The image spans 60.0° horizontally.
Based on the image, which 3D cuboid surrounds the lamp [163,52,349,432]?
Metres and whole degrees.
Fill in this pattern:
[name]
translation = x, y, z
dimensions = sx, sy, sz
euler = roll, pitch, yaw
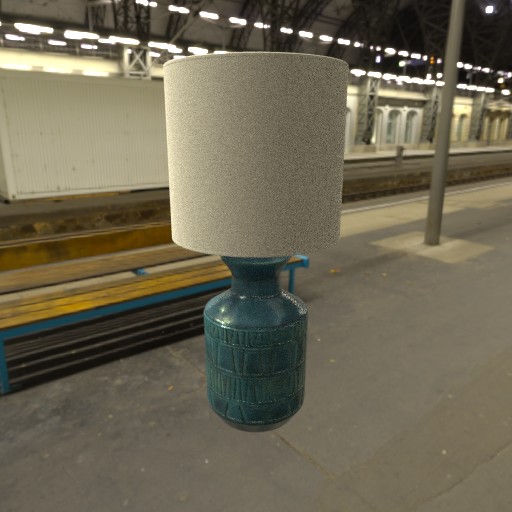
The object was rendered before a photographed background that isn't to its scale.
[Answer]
[lamp]
translation = 0.000, 0.000, 0.576
dimensions = 0.211, 0.455, 0.211
euler = 8, 18, 27
